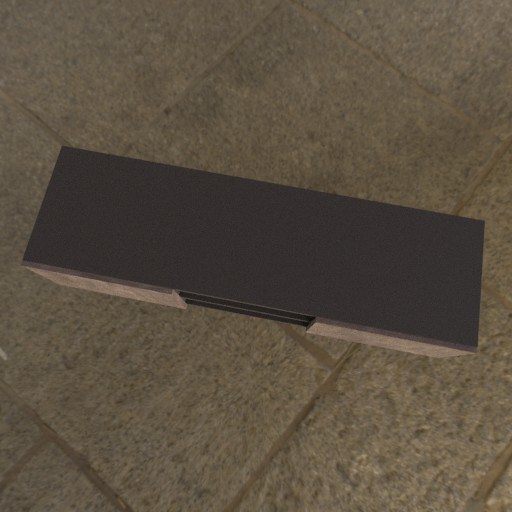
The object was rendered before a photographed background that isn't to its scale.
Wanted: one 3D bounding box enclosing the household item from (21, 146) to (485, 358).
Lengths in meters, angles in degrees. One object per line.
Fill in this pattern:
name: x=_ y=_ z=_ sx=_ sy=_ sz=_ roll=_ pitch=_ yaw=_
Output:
household item: x=0.000 y=0.000 z=1.536 sx=1.400 sy=0.310 sz=0.420 roll=11 pitch=75 yaw=3
